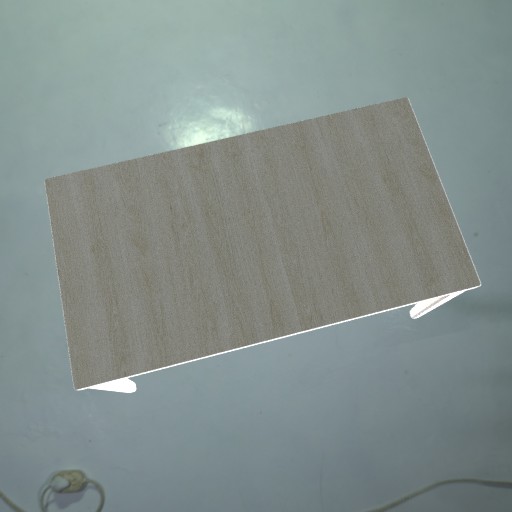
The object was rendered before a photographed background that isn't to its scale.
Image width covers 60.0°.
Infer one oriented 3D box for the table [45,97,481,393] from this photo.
[{"bbox_3d":[0.000,0.000,2.088,1.600,0.760,0.900,-14,75,-4],"label":"table"}]
